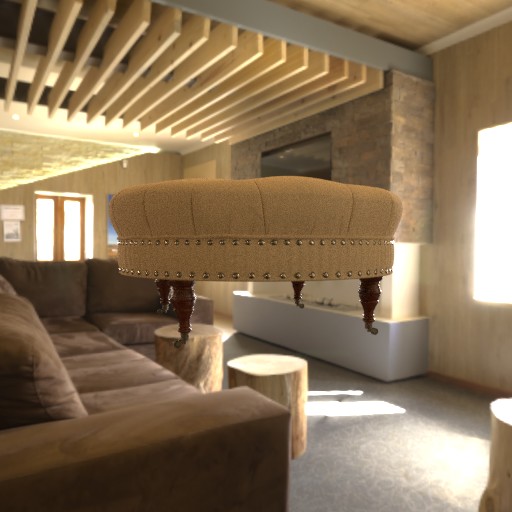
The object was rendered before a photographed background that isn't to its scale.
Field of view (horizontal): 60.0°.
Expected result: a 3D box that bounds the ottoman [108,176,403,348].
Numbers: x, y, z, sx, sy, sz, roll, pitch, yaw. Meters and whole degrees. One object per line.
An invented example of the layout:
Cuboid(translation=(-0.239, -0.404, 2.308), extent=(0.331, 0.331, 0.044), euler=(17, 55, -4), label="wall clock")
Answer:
Cuboid(translation=(0.000, 0.000, 1.428), extent=(0.901, 0.439, 0.901), euler=(0, 2, 0), label="ottoman")
